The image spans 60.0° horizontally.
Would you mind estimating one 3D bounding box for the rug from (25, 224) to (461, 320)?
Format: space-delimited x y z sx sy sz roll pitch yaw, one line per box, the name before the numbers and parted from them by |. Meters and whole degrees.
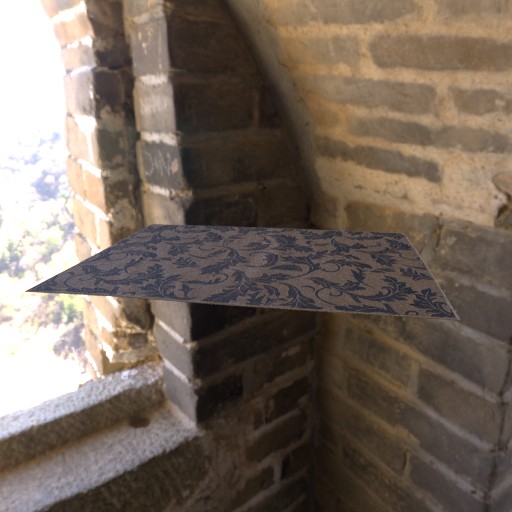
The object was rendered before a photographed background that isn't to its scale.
rug | 0.000 0.000 4.067 2.977 0.008 2.380 3 16 9
